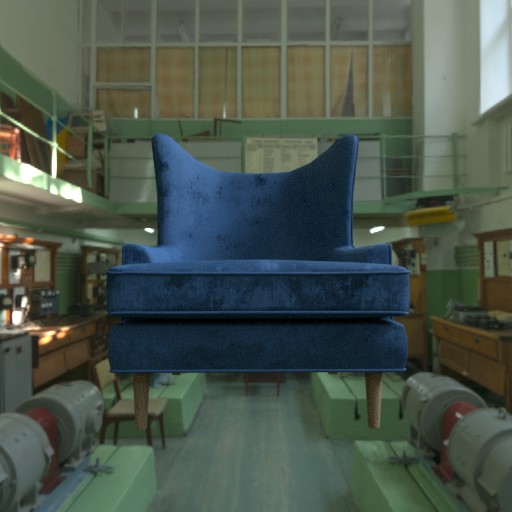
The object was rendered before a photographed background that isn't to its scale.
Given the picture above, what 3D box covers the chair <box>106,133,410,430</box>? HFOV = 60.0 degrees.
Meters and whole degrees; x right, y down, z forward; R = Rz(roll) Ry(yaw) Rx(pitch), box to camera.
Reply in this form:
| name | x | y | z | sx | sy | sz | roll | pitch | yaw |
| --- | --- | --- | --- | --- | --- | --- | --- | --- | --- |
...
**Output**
| name | x | y | z | sx | sy | sz | roll | pitch | yaw |
| --- | --- | --- | --- | --- | --- | --- | --- | --- | --- |
| chair | 0.000 | 0.000 | 1.566 | 0.793 | 0.952 | 0.910 | 0 | -1 | -1 |
